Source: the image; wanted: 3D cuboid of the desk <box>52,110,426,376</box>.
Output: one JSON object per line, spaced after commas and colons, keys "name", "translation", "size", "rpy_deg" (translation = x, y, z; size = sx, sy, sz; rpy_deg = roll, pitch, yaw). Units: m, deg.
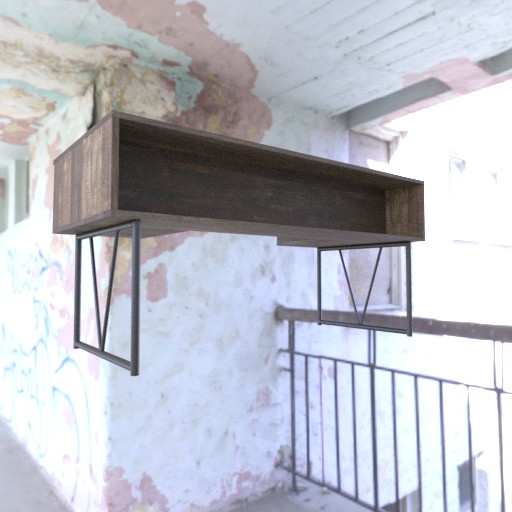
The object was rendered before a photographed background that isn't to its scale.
{"name": "desk", "translation": [0.000, 0.000, 2.042], "size": [1.600, 0.780, 0.730], "rpy_deg": [2, -3, -37]}
